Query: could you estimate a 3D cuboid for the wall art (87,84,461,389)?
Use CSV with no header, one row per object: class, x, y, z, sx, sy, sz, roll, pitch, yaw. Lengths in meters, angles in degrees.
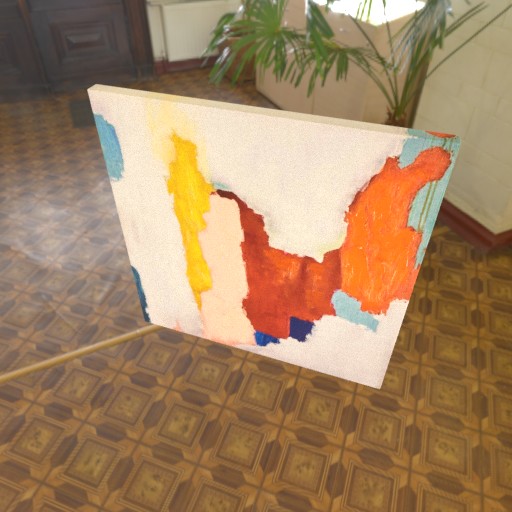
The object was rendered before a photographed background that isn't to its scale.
wall art,0.000,0.000,1.199,0.814,0.814,0.037,13,43,15
